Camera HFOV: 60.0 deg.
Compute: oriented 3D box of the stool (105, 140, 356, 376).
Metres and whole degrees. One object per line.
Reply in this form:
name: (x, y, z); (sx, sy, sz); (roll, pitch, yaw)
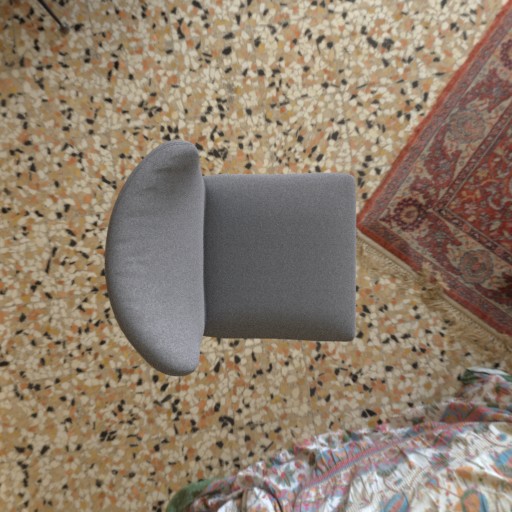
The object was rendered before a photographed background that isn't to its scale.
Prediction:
stool: (0.000, 0.000, 1.370); (0.568, 1.069, 0.481); (0, 91, 1)
